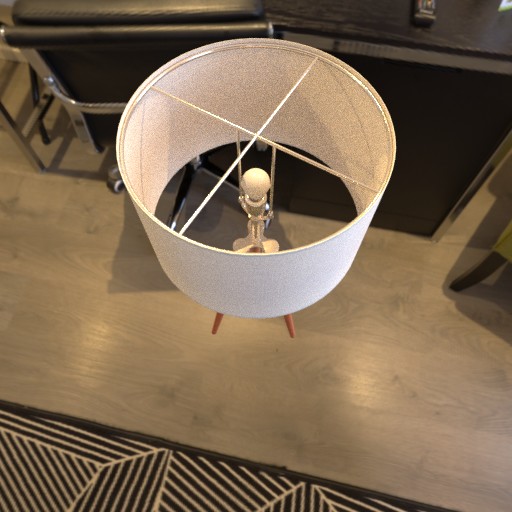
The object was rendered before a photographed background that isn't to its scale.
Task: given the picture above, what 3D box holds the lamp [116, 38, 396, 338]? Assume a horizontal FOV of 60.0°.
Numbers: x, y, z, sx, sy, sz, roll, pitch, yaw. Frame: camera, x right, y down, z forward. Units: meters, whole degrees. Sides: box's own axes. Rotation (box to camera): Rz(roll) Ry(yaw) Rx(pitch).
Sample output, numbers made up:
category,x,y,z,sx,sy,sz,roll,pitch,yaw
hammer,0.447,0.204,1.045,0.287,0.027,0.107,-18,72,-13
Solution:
category,x,y,z,sx,sy,sz,roll,pitch,yaw
lamp,0.000,0.000,0.883,0.354,0.709,0.355,-17,65,-8
